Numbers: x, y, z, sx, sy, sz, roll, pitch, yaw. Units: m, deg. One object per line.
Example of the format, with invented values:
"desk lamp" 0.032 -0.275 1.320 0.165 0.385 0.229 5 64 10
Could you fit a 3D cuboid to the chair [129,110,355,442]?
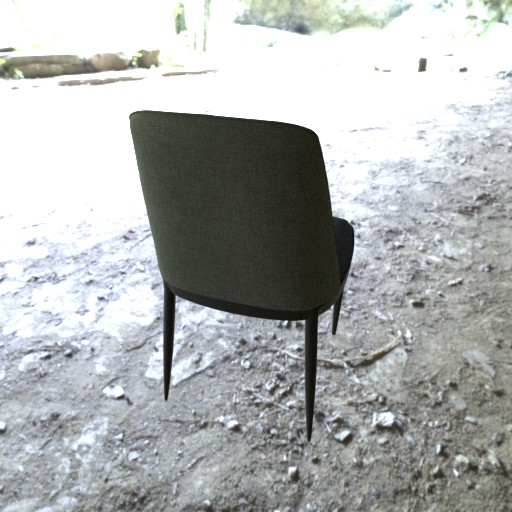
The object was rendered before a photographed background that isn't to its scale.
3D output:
"chair" 0.000 0.000 1.173 0.488 0.855 0.550 10 33 16
